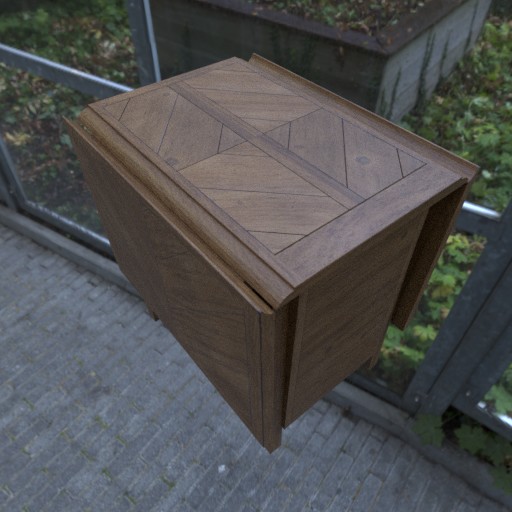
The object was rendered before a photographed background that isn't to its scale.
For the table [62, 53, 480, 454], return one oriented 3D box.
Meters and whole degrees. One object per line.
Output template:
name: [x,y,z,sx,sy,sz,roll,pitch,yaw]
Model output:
table: [0.000,0.000,1.257,0.591,0.763,0.746,-30,53,-26]
